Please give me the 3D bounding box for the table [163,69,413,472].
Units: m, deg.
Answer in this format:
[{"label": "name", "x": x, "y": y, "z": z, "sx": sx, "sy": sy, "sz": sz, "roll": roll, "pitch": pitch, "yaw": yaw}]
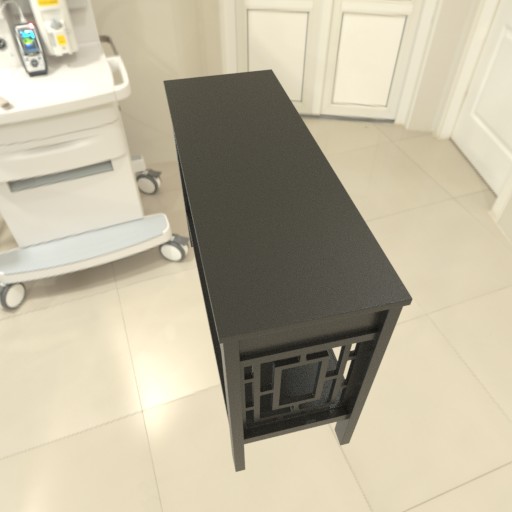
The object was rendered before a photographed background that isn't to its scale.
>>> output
[{"label": "table", "x": 0.000, "y": 0.000, "z": 1.467, "sx": 0.397, "sy": 0.753, "sz": 1.068, "roll": -10, "pitch": 47, "yaw": -9}]
